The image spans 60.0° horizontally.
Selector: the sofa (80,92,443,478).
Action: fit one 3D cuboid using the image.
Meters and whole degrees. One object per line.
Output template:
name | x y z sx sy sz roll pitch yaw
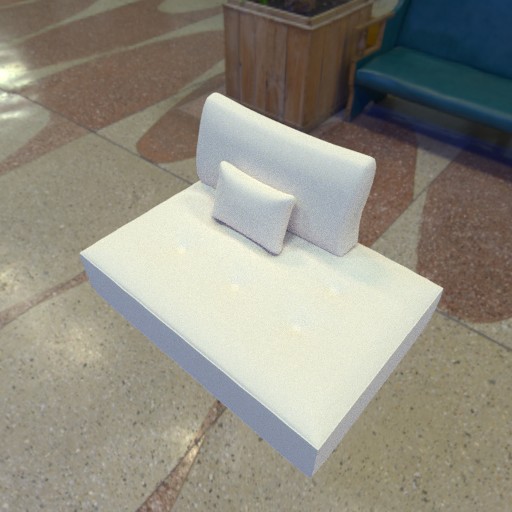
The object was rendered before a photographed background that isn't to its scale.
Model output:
sofa | 0.000 0.000 2.042 1.450 0.820 1.000 32 53 28
